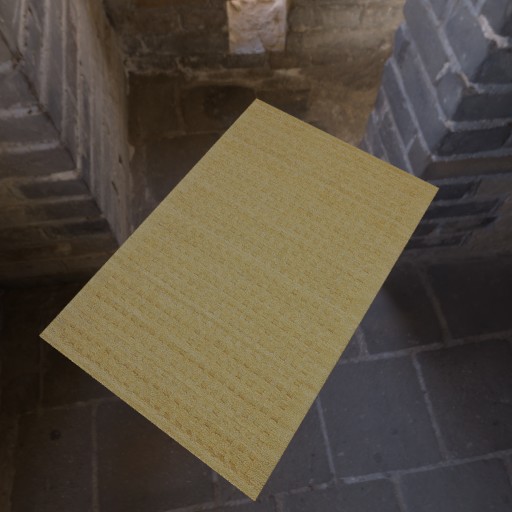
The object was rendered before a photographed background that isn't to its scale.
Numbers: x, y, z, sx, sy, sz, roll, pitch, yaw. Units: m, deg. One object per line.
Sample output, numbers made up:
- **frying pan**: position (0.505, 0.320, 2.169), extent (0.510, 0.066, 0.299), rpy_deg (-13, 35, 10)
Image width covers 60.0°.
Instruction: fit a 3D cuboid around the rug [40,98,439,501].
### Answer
- **rug**: position (0.000, 0.000, 2.837), extent (1.524, 0.006, 2.286), rpy_deg (31, 67, 15)
